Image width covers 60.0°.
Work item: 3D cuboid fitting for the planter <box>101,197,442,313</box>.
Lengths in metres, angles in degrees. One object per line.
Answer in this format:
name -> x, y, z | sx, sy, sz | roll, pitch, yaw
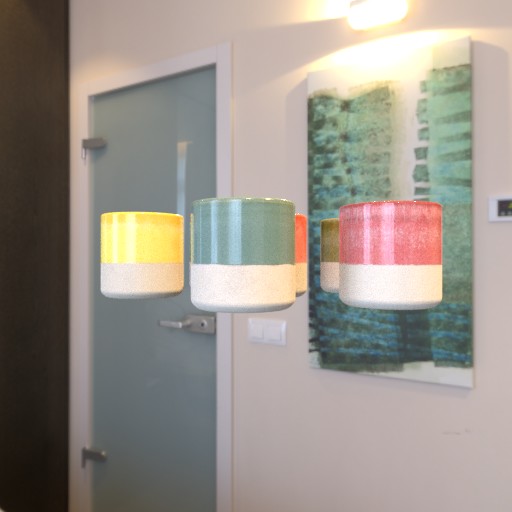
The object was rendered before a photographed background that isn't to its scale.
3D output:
planter -> 0.000, 0.000, 0.411 | 0.286, 0.075, 0.257 | 0, 0, 0
